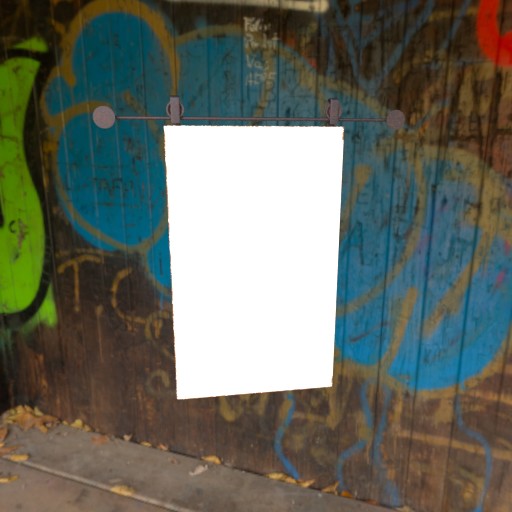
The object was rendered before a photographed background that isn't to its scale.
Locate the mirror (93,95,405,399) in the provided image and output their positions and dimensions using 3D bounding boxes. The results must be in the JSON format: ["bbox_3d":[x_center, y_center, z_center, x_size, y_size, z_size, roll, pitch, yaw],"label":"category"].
[{"bbox_3d":[0.000,0.000,1.244,0.808,0.844,0.037,-2,14,-9],"label":"mirror"}]
